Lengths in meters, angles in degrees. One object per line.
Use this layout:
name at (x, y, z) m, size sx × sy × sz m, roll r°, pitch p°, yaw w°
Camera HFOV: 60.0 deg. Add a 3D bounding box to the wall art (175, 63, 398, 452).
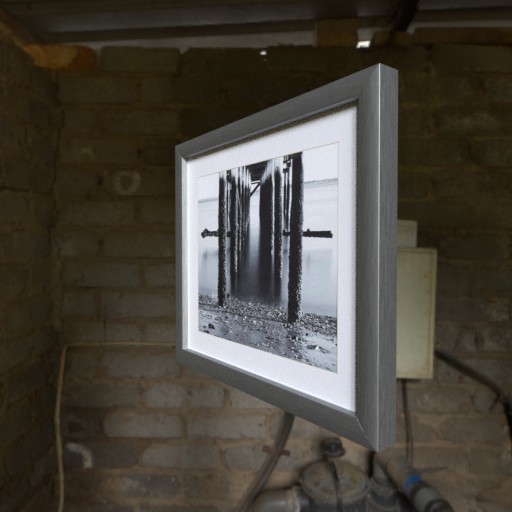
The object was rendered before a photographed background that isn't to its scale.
wall art at (0.000, 0.000, 0.535) m, size 0.028 × 0.330 × 0.380 m, roll -1°, pitch 1°, yaw -37°
